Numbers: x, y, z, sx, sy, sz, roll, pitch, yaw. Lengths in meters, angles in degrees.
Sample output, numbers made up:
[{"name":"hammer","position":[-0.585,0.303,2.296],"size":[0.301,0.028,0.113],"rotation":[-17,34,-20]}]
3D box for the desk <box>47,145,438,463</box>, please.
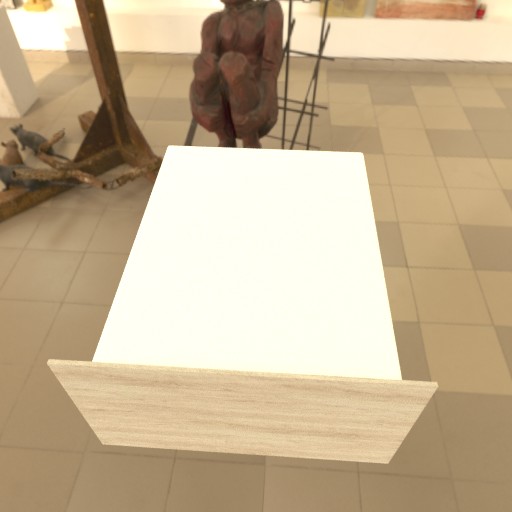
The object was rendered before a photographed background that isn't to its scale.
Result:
[{"name":"desk","position":[0.000,0.000,2.517],"size":[1.400,0.800,1.900],"rotation":[3,47,3]}]
